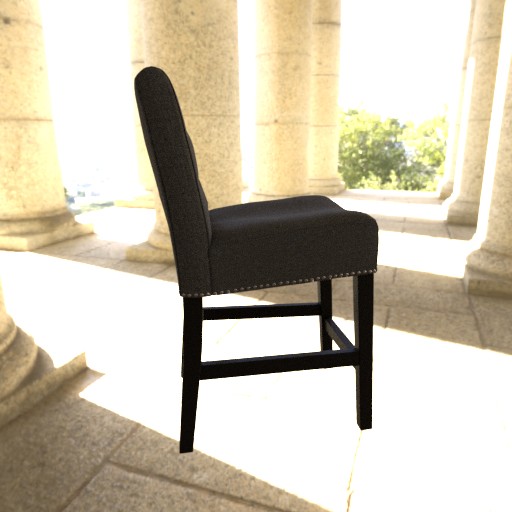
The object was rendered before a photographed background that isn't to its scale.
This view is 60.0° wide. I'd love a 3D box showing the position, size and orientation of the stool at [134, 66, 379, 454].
[{"bbox_3d":[0.000,0.000,1.191,0.571,0.885,0.427,-2,15,-9],"label":"stool"}]
